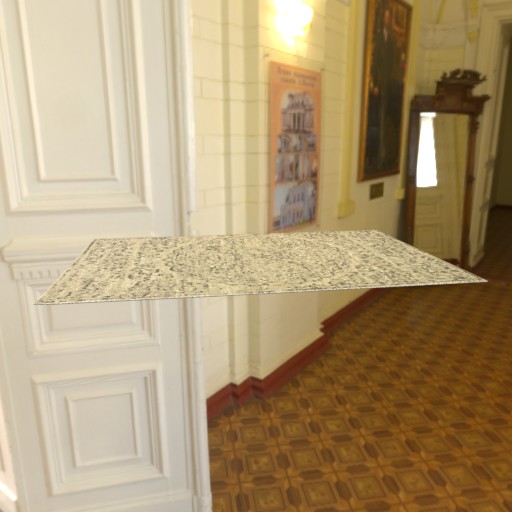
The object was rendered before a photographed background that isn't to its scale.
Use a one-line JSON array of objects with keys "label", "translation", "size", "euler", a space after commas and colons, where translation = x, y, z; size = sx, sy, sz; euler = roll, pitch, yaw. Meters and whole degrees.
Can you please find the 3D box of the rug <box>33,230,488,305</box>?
[{"label": "rug", "translation": [0.000, 0.000, 3.079], "size": [2.447, 0.021, 1.527], "euler": [-2, 15, -9]}]
